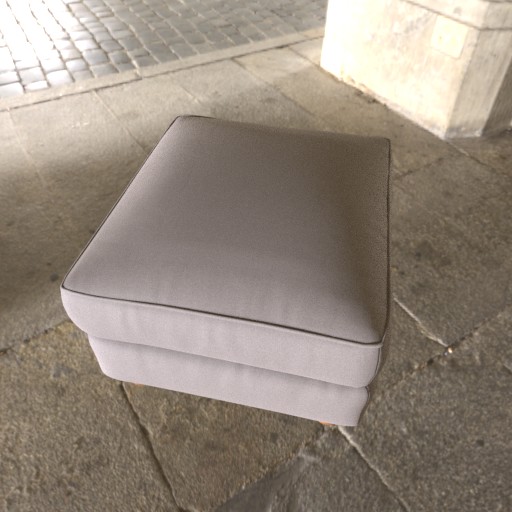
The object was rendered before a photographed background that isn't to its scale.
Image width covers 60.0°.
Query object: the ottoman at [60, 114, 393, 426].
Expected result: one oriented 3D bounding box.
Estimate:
[{"bbox_3d":[0.000,0.000,1.163,0.662,0.505,0.721,9,47,9],"label":"ottoman"}]
